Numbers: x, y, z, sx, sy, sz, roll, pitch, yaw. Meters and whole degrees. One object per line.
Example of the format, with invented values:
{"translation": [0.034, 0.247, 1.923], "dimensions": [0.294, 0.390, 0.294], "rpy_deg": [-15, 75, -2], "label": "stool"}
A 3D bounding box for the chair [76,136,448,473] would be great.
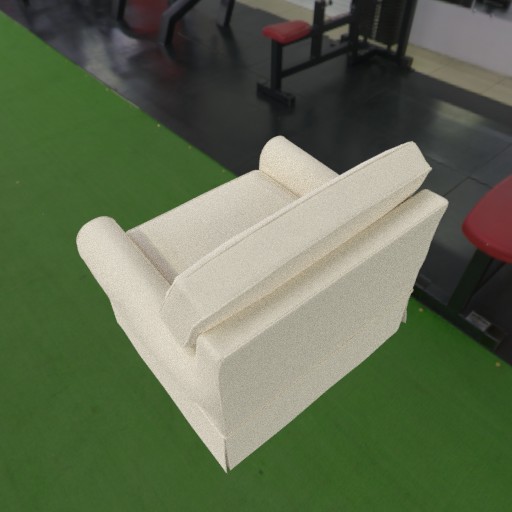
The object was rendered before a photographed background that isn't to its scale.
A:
{"translation": [0.000, 0.000, 1.751], "dimensions": [1.099, 0.958, 0.904], "rpy_deg": [-31, 53, -26], "label": "chair"}
